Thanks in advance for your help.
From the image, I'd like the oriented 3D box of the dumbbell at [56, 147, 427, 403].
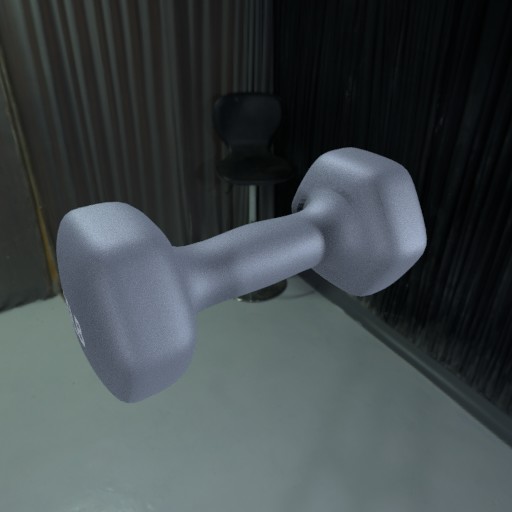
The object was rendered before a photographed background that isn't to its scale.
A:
[{"bbox_3d":[0.000,0.000,0.298,0.240,0.105,0.116,-18,35,-28],"label":"dumbbell"}]
